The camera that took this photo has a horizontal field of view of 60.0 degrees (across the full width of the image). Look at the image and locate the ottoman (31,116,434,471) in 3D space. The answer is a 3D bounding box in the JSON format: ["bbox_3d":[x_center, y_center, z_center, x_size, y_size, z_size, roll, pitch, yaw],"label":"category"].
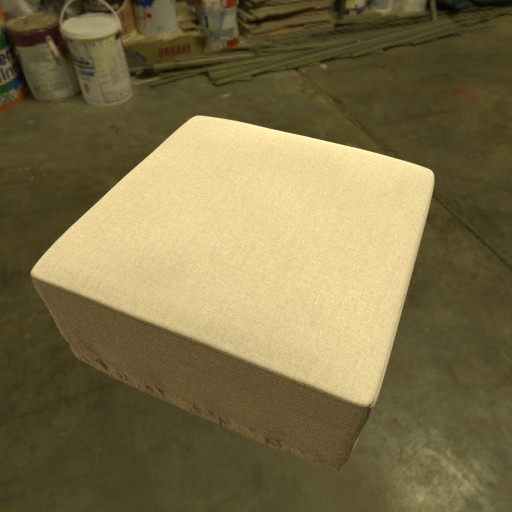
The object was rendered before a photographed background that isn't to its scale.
[{"bbox_3d":[0.000,0.000,1.294,0.843,0.436,0.840,18,49,16],"label":"ottoman"}]
